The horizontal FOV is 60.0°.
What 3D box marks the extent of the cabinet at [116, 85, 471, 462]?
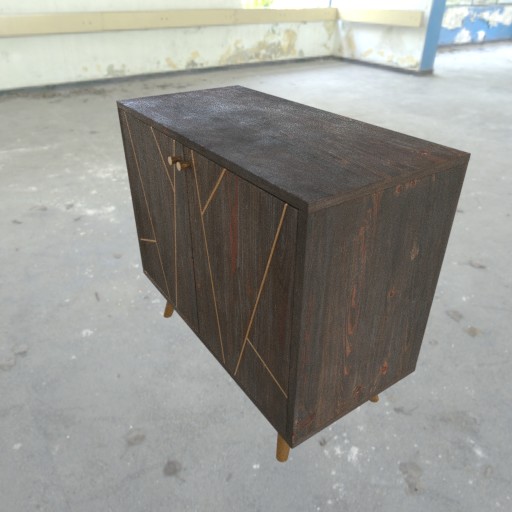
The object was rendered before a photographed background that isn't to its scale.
[{"bbox_3d":[0.000,0.000,1.507,0.529,0.897,1.023,-19,36,-29],"label":"cabinet"}]
